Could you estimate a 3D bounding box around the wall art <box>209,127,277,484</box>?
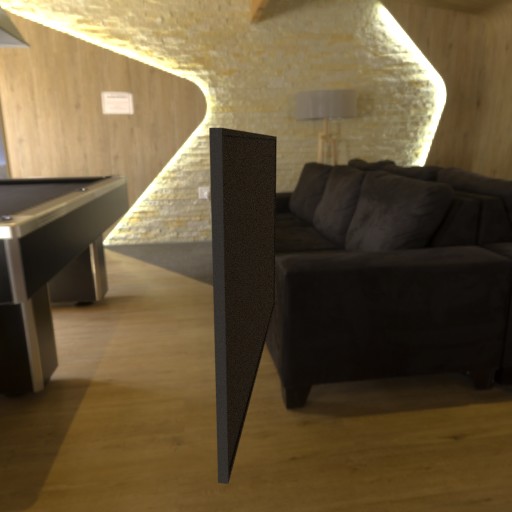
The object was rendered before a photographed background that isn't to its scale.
[{"bbox_3d":[0.000,0.000,1.515,0.028,0.805,1.190,2,14,7],"label":"wall art"}]
